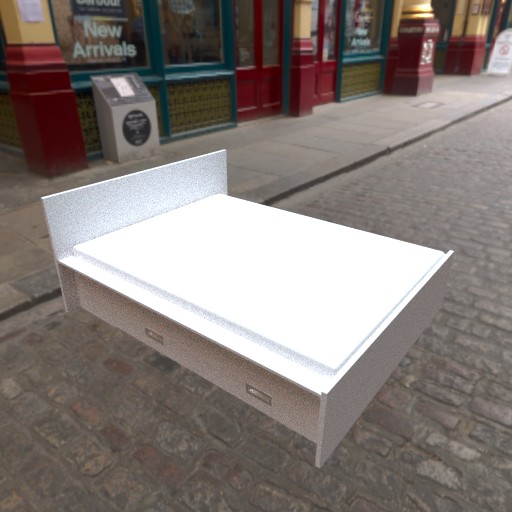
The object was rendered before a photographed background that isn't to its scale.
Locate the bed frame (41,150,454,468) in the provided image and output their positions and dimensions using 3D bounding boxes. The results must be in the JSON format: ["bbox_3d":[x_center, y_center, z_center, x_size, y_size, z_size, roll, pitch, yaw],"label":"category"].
[{"bbox_3d":[0.000,0.000,2.824,1.960,0.800,1.622,19,32,34],"label":"bed frame"}]
